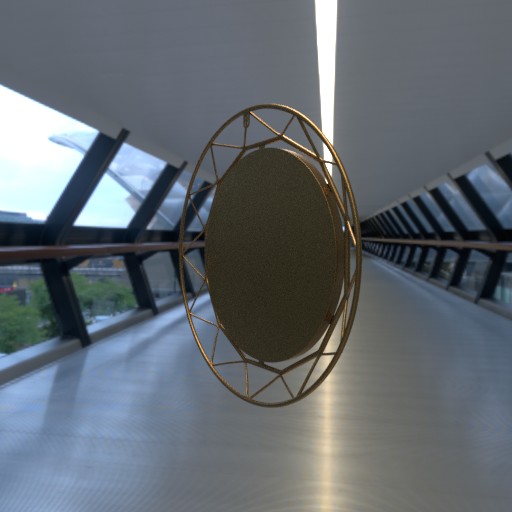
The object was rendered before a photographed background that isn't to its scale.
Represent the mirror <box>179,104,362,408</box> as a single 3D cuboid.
[{"bbox_3d":[0.000,0.000,0.697,0.043,0.454,0.454,-1,2,-36],"label":"mirror"}]
